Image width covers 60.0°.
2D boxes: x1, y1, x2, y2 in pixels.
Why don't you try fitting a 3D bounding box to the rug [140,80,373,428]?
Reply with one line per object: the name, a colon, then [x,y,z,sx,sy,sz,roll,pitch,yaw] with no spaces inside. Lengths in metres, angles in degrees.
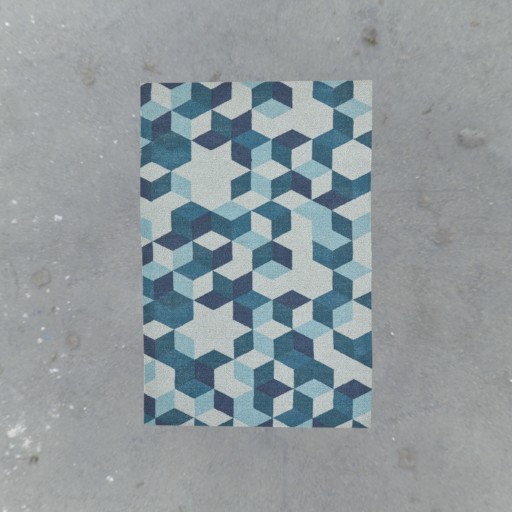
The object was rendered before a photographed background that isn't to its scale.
rug: [0.000,0.000,2.352,1.235,0.014,1.829,0,92,2]
